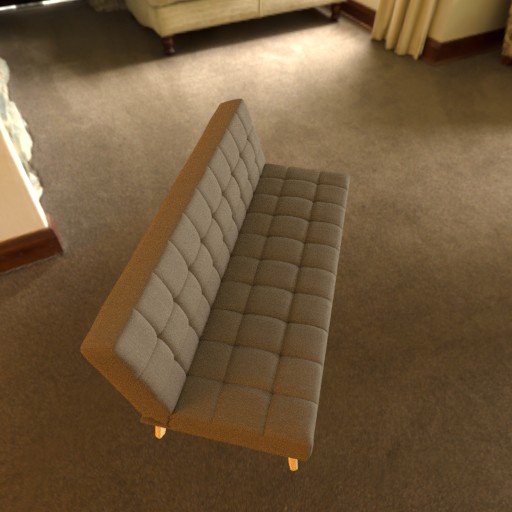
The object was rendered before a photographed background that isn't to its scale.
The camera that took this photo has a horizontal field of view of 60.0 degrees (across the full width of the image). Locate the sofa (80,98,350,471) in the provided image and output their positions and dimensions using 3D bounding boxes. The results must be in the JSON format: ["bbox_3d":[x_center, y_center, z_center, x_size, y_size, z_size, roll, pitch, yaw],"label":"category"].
[{"bbox_3d":[0.000,0.000,2.321,0.860,0.810,1.800,10,48,9],"label":"sofa"}]
